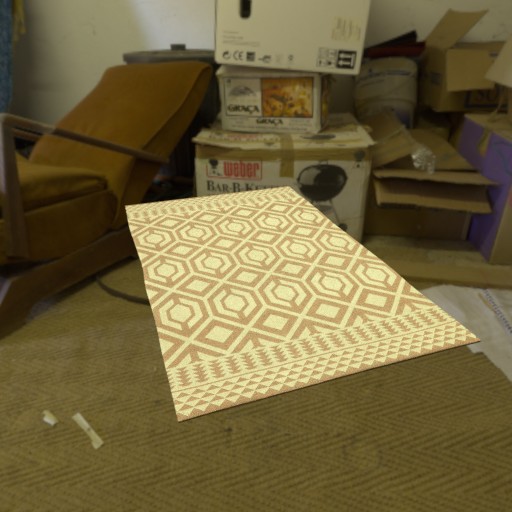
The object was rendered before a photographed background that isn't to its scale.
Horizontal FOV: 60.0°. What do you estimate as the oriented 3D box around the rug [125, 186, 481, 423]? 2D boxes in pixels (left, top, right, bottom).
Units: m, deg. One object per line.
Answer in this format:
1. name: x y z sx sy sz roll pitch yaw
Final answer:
1. rug: 0.000 0.000 2.993 1.526 0.011 2.435 -9 30 -17
